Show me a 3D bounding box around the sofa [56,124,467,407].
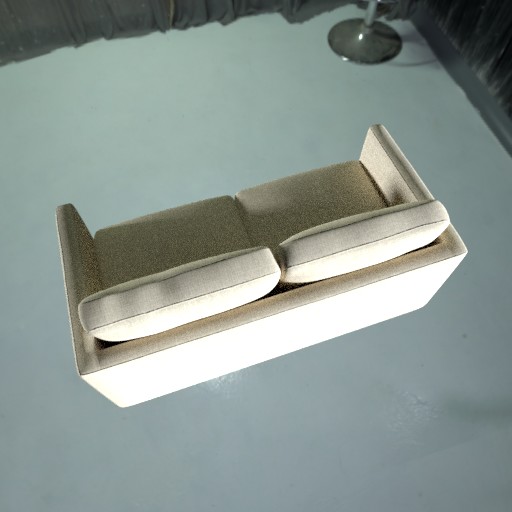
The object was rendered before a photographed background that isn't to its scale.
[{"bbox_3d":[0.000,0.000,2.425,1.884,0.963,0.950,-16,61,-9],"label":"sofa"}]
